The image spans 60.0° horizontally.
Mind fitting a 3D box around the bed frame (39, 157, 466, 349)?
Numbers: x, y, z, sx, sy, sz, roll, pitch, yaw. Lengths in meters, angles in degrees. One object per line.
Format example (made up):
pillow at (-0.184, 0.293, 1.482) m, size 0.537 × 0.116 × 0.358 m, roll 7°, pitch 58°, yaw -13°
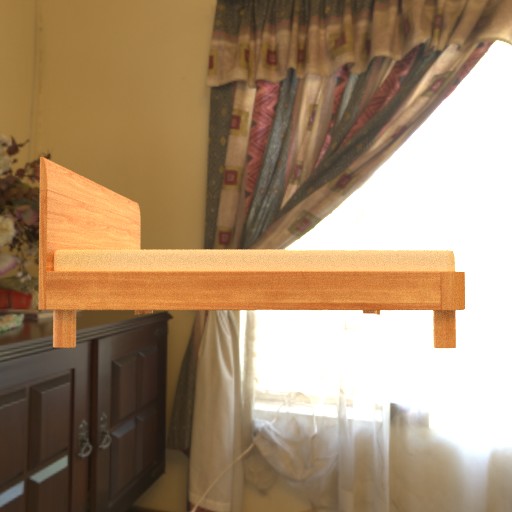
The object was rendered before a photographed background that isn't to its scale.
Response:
bed frame at (0.000, 0.000, 2.976) m, size 2.092 × 0.940 × 1.660 m, roll 0°, pitch -1°, yaw 1°
